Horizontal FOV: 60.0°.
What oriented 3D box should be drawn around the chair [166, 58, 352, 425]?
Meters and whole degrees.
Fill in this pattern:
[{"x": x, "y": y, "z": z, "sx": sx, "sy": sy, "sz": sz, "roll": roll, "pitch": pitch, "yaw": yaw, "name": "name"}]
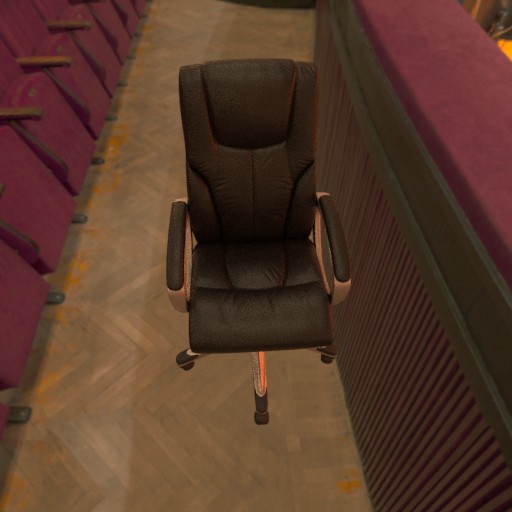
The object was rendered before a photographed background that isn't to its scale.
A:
[{"x": 0.000, "y": 0.000, "z": 1.628, "sx": 0.700, "sy": 1.145, "sz": 0.780, "roll": -3, "pitch": 45, "yaw": -3, "name": "chair"}]
